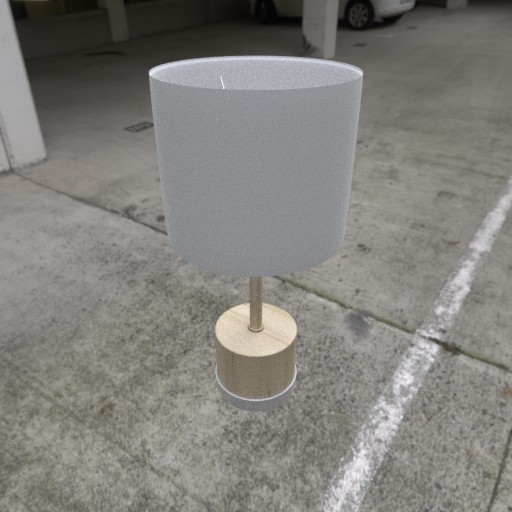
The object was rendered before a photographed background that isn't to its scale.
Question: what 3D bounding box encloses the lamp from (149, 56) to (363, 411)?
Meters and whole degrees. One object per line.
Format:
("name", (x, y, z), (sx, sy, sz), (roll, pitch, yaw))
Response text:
("lamp", (0.000, 0.000, 0.599), (0.229, 0.470, 0.229), (20, 36, 30))
